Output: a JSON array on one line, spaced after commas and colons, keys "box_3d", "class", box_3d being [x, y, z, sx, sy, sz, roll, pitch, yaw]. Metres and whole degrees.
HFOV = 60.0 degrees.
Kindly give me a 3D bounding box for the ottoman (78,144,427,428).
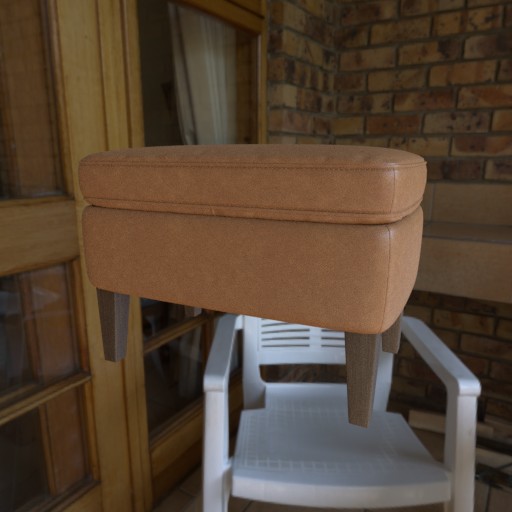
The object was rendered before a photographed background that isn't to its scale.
[{"box_3d": [0.000, 0.000, 0.985, 0.670, 0.480, 0.420, 6, 14, 25], "class": "ottoman"}]
